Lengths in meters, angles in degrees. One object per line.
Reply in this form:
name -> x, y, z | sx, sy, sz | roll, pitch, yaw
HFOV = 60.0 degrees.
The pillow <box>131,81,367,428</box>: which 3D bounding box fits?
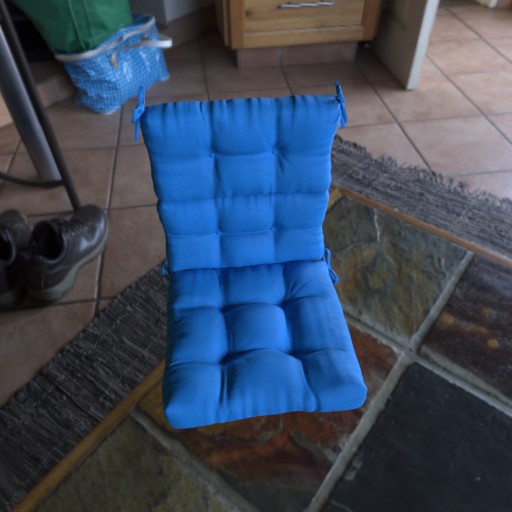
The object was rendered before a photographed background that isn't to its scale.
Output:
pillow -> 0.000, 0.000, 1.044 | 0.519, 0.605, 0.571 | -5, 47, -4
